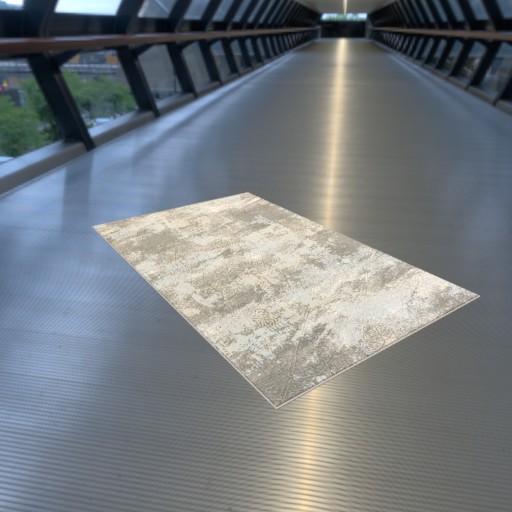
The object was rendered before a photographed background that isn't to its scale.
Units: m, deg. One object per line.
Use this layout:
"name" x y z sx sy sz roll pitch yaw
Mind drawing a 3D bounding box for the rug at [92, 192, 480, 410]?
"rug" 0.000 0.000 3.116 1.536 0.012 2.431 -18 31 -32
